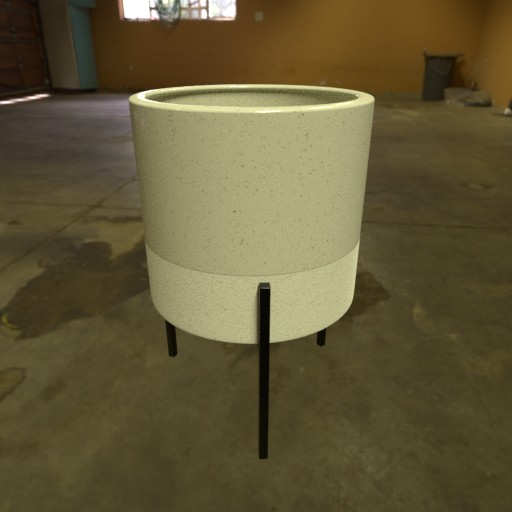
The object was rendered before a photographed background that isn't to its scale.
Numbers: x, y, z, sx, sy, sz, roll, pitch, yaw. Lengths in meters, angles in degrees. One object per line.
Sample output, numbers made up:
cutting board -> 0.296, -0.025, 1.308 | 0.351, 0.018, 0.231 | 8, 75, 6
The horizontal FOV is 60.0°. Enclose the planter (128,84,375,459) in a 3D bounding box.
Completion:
planter -> 0.000, 0.000, 0.332 | 0.159, 0.230, 0.152 | -17, 30, -32
